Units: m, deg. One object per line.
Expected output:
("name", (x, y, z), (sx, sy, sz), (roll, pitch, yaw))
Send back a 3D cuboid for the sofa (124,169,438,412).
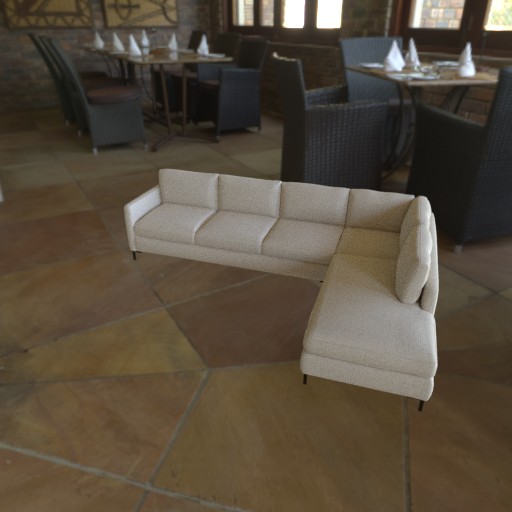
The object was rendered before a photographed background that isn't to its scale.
("sofa", (0.000, 0.000, 3.855), (2.949, 0.815, 2.007), (9, 29, 16))
